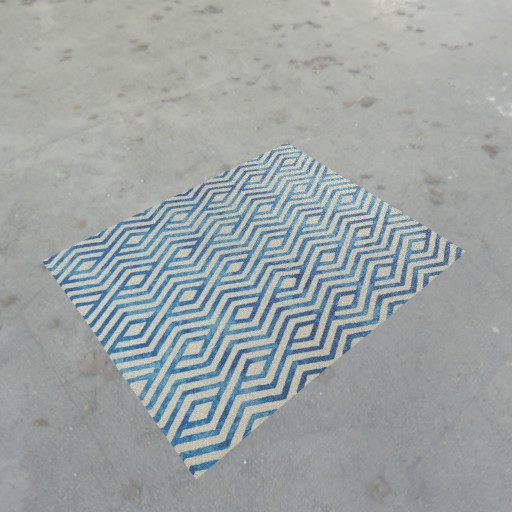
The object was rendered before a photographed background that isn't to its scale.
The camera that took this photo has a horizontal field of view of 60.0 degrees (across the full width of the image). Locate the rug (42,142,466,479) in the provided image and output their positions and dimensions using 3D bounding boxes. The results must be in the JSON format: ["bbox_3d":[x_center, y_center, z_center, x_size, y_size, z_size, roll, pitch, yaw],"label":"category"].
[{"bbox_3d":[0.000,0.000,4.088,3.059,0.008,2.453,-32,54,-27],"label":"rug"}]
